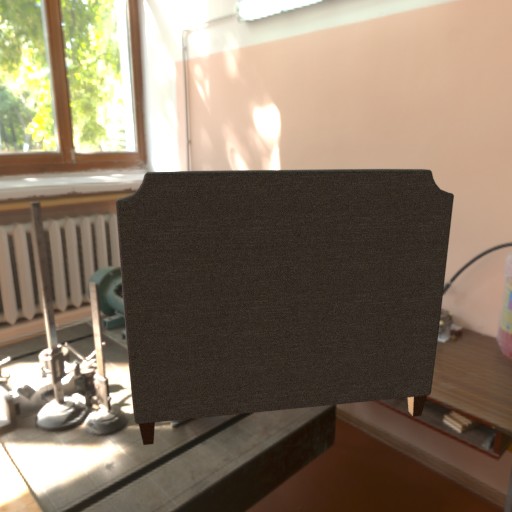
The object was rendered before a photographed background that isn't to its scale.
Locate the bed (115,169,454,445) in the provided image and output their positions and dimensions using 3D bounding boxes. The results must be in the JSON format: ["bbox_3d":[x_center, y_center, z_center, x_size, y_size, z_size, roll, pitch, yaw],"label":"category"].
[{"bbox_3d":[0.000,0.000,3.462,1.713,1.457,2.381,-2,15,-9],"label":"bed"}]
